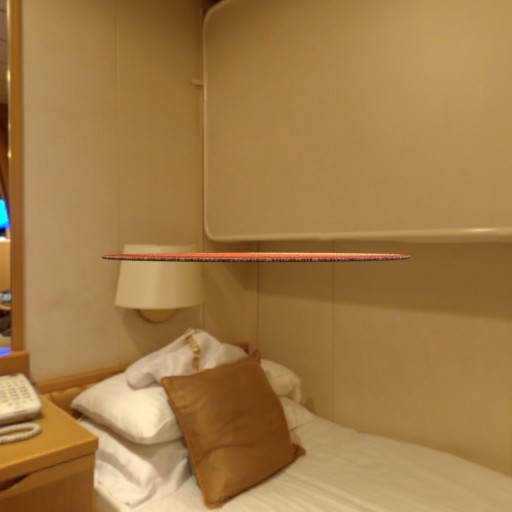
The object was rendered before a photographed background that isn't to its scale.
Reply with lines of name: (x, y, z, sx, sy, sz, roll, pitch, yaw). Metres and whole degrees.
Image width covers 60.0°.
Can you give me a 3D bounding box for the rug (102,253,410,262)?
rug: (0.000, 0.000, 2.301, 1.514, 0.015, 1.514, 0, 1, 0)
